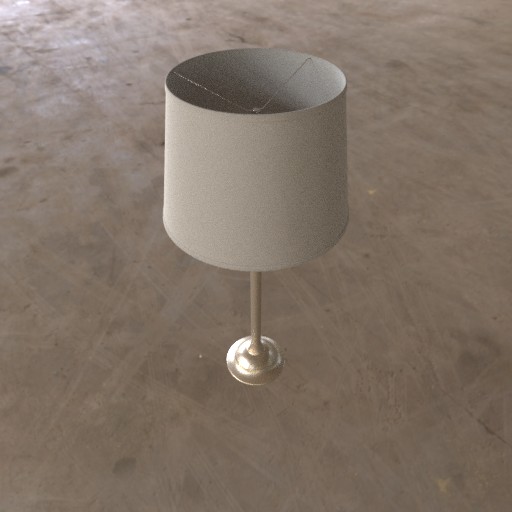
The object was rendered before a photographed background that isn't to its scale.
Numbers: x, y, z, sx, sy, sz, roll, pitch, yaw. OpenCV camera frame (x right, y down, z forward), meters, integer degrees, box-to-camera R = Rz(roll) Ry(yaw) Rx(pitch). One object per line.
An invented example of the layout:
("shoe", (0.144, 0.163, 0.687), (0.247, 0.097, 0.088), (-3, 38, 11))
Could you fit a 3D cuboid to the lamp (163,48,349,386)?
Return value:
("lamp", (0.000, 0.000, 0.875), (0.331, 0.698, 0.331), (0, 42, 0))
